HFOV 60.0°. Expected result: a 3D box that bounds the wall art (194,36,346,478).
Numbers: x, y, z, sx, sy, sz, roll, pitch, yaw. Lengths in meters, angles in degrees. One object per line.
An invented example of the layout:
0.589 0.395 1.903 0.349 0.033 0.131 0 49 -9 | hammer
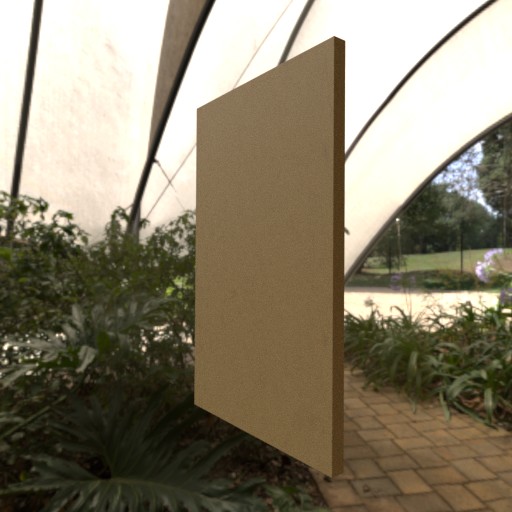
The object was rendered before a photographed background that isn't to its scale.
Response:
0.000 0.000 1.023 0.039 0.810 0.510 0 0 -37 | wall art
